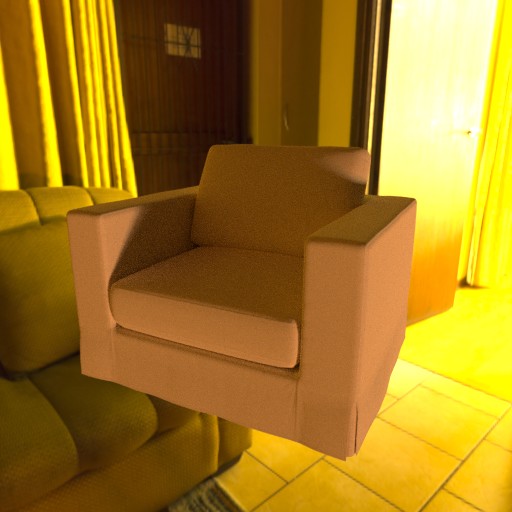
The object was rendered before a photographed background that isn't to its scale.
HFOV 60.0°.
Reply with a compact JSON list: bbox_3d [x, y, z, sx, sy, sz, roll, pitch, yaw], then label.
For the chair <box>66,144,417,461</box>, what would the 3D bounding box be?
[{"bbox_3d":[0.000,0.000,1.830,1.150,0.878,0.957,8,18,26],"label":"chair"}]
